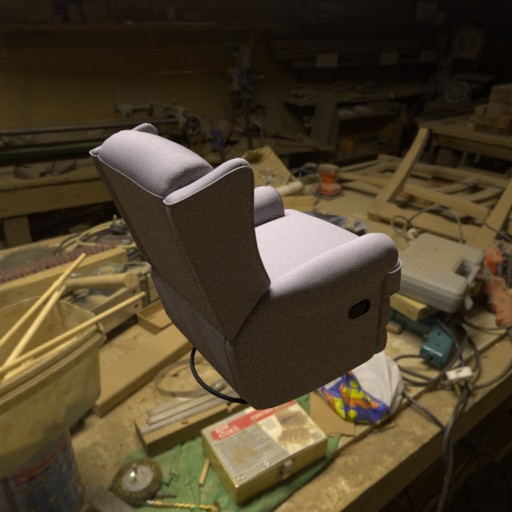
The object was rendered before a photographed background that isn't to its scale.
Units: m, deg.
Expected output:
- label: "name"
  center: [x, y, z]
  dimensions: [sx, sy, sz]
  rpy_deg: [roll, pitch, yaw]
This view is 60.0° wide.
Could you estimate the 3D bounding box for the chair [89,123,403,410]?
- label: "chair"
  center: [0.000, 0.000, 1.746]
  dimensions: [0.969, 1.011, 0.847]
  rpy_deg: [-18, 32, -31]
